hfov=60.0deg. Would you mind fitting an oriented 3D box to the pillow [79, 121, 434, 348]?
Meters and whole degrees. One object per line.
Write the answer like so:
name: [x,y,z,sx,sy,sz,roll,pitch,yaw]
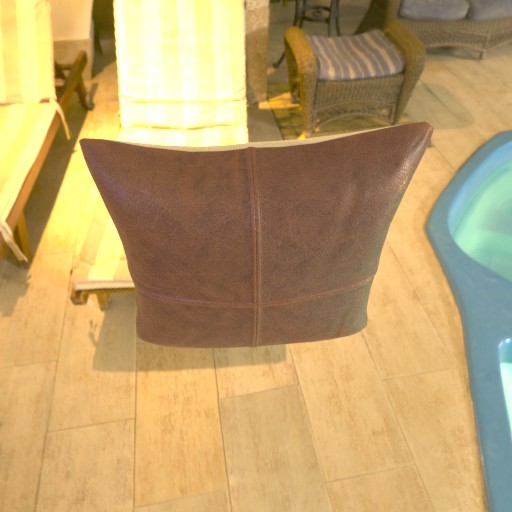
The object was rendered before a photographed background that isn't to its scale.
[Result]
pillow: [0.000,0.000,0.744,0.484,0.470,0.192,-3,47,-3]
